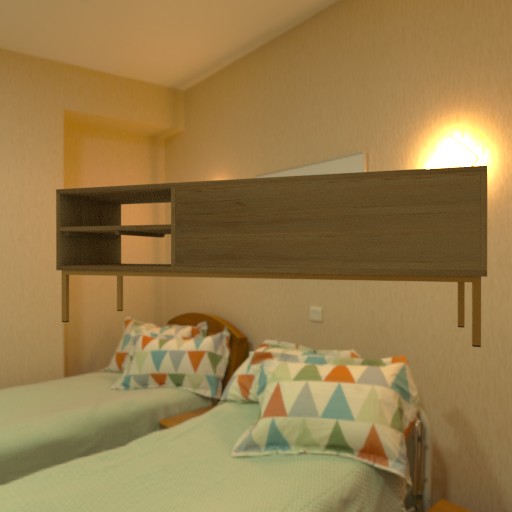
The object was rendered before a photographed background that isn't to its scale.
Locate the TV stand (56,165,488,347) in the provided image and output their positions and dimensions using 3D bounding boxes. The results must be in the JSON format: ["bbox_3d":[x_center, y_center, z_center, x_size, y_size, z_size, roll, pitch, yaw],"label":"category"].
[{"bbox_3d":[0.000,0.000,1.781,1.600,0.550,0.420,0,0,18],"label":"TV stand"}]
